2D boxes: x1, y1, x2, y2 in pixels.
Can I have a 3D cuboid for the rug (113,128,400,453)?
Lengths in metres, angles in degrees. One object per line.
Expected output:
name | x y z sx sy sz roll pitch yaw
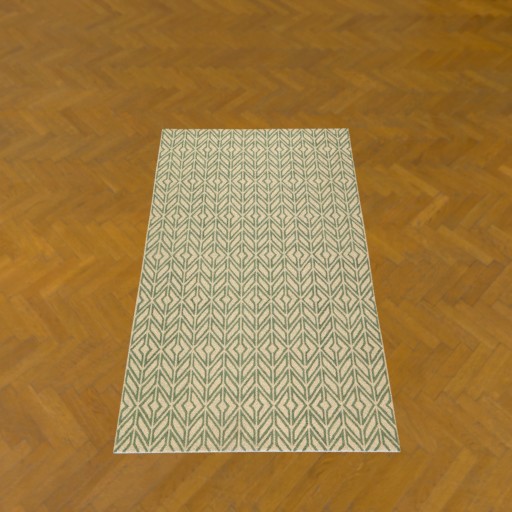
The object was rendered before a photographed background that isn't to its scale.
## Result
rug | 0.000 0.000 2.976 1.517 0.011 2.435 0 58 0
